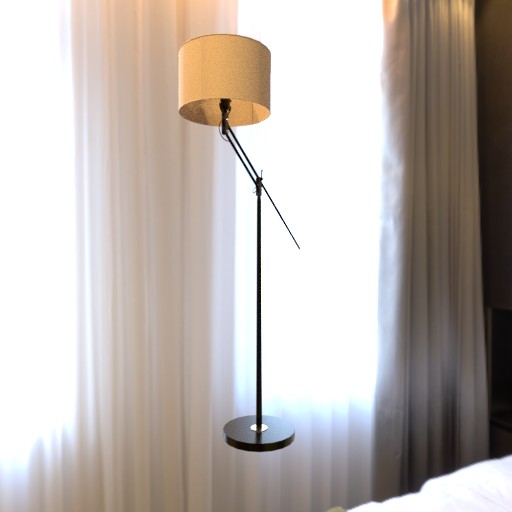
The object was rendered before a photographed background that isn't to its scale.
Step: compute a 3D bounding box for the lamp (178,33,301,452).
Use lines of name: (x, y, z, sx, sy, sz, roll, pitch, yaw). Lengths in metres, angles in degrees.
lamp: (0.000, 0.000, 1.982, 0.373, 1.635, 0.809, 0, 1, 35)
